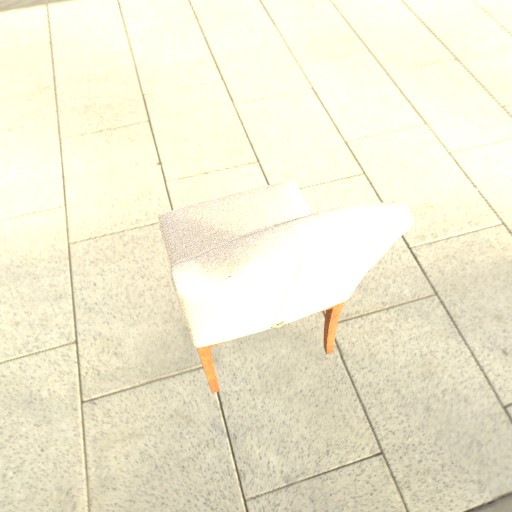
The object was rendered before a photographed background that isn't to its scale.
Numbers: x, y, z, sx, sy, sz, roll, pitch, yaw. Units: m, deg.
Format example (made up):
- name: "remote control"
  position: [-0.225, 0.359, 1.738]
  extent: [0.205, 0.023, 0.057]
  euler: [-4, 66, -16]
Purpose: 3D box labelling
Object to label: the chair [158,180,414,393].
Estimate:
- name: "chair"
  position: [0.000, 0.000, 1.406]
  extent: [0.534, 1.012, 0.648]
  euler: [-16, 58, -10]
